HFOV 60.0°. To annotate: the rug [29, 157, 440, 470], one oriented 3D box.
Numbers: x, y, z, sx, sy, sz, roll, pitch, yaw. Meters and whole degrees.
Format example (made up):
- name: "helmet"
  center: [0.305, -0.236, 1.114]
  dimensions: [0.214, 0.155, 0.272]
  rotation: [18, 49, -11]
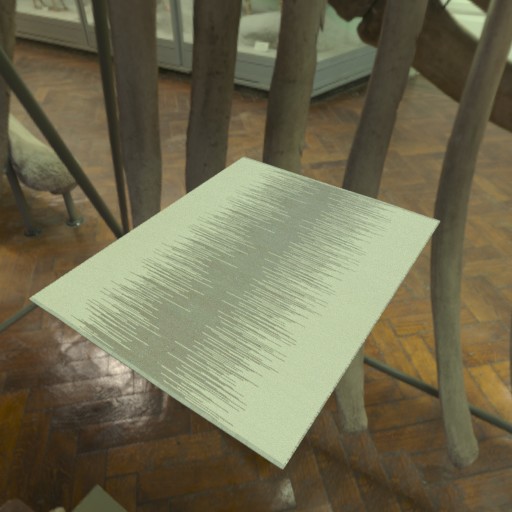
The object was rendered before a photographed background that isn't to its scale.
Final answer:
- name: "rug"
  center: [0.000, 0.000, 4.057]
  dimensions: [2.453, 0.010, 3.037]
  rotation: [24, 45, 26]
